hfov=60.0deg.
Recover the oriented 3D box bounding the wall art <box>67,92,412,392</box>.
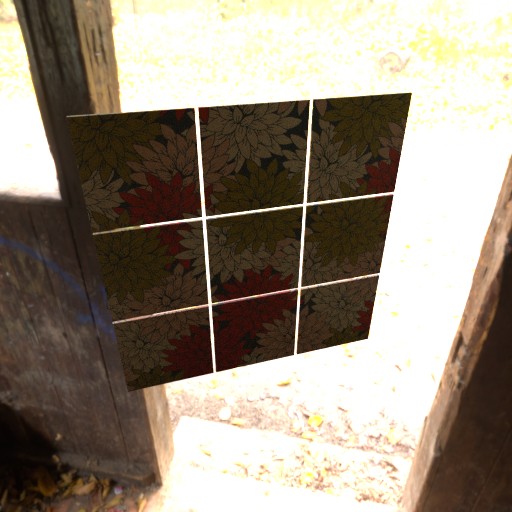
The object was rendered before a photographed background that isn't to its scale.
[{"bbox_3d":[0.000,0.000,1.821,1.206,1.218,0.013,-9,33,-14],"label":"wall art"}]
